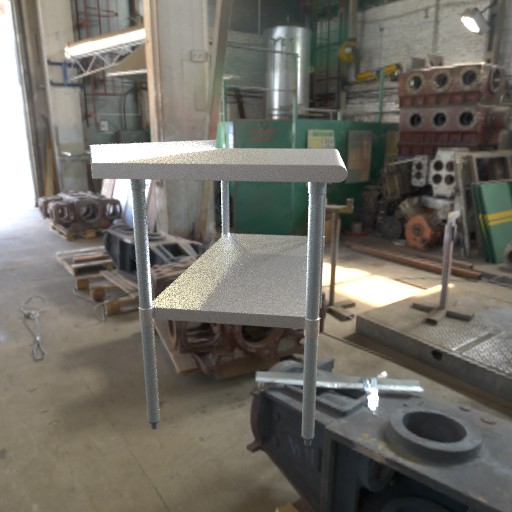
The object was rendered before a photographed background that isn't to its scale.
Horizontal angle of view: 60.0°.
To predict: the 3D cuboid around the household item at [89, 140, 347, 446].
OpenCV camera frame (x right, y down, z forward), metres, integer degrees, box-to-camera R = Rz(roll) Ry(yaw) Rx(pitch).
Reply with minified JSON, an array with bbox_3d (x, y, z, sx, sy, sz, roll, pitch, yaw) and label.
[{"bbox_3d":[0.000,0.000,1.706,0.610,0.851,1.219,2,15,9],"label":"household item"}]
